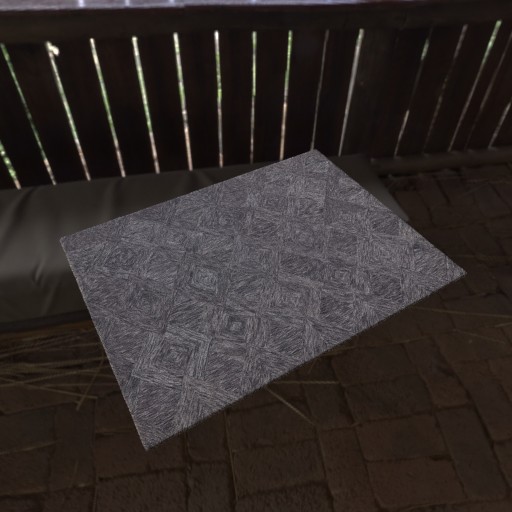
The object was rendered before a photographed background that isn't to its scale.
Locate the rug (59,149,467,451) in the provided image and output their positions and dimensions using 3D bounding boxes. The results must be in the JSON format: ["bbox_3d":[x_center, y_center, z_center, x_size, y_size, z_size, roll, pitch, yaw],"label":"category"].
[{"bbox_3d":[0.000,0.000,4.332,3.204,0.017,2.448,-23,51,-20],"label":"rug"}]
